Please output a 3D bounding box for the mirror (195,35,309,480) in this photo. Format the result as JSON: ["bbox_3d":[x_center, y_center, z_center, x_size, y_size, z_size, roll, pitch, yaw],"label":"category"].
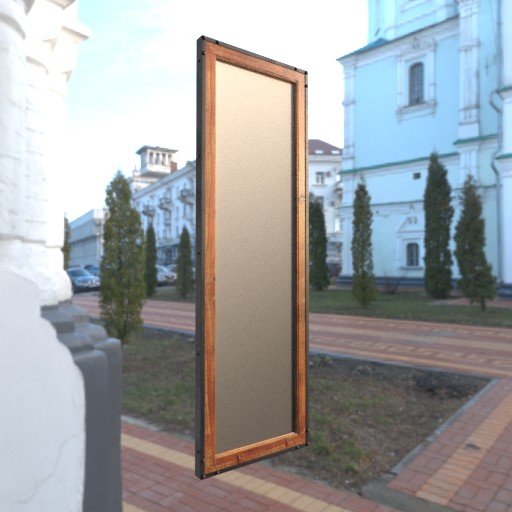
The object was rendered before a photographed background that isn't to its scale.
[{"bbox_3d":[0.000,0.000,1.184,0.354,1.080,0.042,1,-2,-36],"label":"mirror"}]
